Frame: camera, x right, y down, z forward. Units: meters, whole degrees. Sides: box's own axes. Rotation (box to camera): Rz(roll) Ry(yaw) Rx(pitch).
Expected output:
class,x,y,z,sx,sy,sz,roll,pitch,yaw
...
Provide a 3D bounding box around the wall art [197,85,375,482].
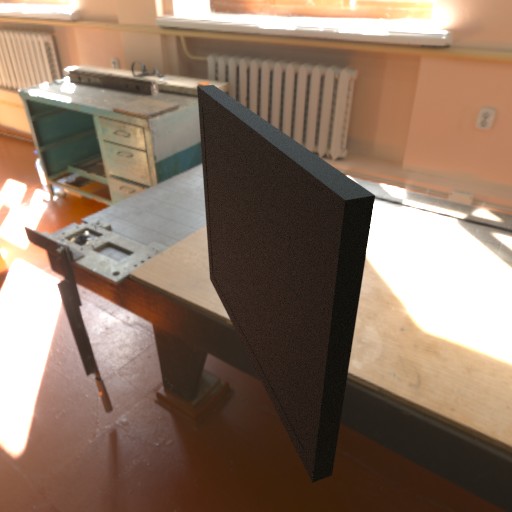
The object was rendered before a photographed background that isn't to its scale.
class,x,y,z,sx,sy,sz,roll,pitch,yaw
wall art,0.000,0.000,0.549,0.024,0.329,0.404,-11,34,-17
